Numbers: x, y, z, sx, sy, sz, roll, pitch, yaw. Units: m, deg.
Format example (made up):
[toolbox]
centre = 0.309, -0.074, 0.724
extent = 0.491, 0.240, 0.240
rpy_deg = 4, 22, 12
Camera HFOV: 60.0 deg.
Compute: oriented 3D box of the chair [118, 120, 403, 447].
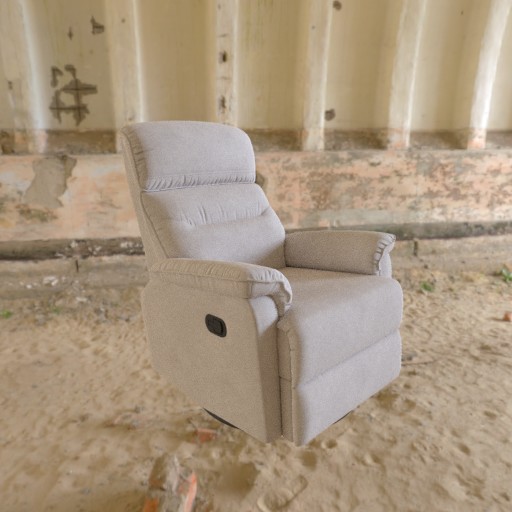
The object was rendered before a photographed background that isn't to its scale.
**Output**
[chair]
centre = 0.000, 0.000, 1.735
extent = 0.820, 1.039, 1.001
rpy_deg = -14, 20, -43
